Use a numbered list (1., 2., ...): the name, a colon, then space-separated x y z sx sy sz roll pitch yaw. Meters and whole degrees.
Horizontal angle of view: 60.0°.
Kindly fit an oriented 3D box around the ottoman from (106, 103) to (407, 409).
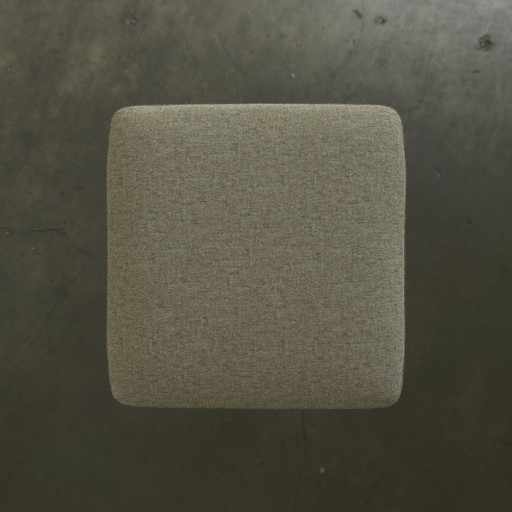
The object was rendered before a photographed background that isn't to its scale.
1. ottoman: 0.000 0.000 1.666 1.035 0.526 1.039 0 90 1
